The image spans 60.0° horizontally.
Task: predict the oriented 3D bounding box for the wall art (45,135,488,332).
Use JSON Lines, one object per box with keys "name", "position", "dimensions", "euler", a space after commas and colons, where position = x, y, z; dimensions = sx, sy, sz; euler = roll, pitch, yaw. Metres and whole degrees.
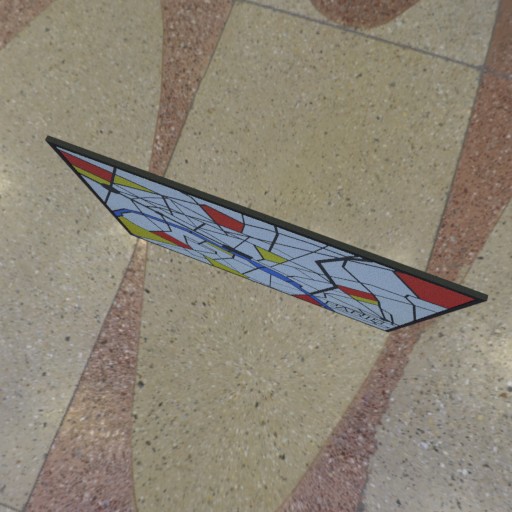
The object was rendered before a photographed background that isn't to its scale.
{"name": "wall art", "position": [0.000, 0.000, 1.225], "dimensions": [0.963, 0.665, 0.013], "euler": [20, 76, 5]}
